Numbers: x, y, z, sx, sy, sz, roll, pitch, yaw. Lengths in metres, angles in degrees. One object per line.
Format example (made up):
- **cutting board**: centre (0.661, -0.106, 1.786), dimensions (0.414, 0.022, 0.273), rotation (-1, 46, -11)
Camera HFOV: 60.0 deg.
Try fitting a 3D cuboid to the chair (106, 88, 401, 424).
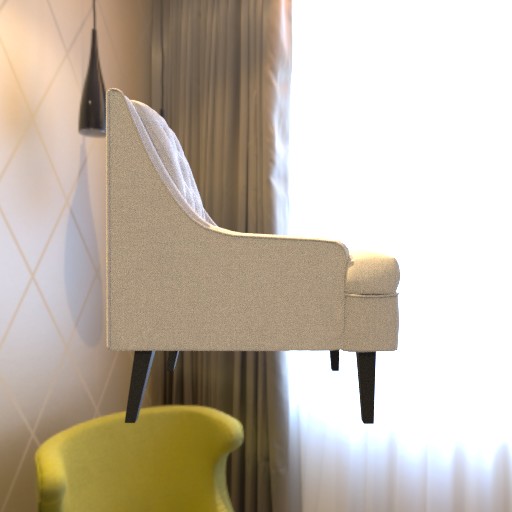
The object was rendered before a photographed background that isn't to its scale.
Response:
- **chair**: centre (0.000, 0.000, 1.454), dimensions (0.772, 0.891, 0.658), rotation (0, 1, 1)
